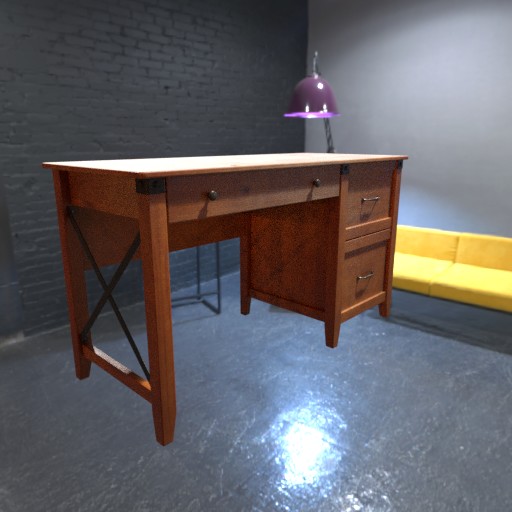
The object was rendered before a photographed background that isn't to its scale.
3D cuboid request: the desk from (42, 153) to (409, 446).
[{"bbox_3d":[0.000,0.000,1.760,0.574,0.756,1.353,14,20,42],"label":"desk"}]
